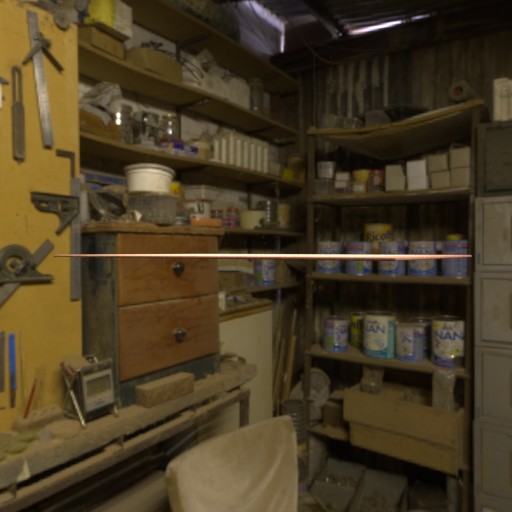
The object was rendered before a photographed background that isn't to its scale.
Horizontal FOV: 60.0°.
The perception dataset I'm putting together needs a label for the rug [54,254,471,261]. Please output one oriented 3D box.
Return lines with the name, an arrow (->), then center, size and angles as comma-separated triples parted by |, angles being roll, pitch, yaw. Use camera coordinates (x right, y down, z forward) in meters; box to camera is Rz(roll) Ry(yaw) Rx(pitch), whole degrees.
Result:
rug -> 0.000, 0.000, 3.045 | 2.438, 0.014, 1.524 | 0, 1, 36
